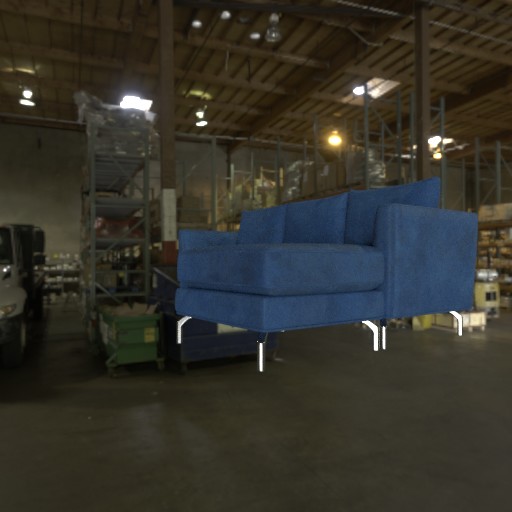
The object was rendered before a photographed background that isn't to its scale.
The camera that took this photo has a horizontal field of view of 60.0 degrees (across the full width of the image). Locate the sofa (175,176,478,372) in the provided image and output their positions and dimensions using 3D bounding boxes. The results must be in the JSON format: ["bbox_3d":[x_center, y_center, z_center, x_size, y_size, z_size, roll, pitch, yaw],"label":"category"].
[{"bbox_3d":[0.000,0.000,3.224,1.622,0.987,2.438,1,-1,-36],"label":"sofa"}]
